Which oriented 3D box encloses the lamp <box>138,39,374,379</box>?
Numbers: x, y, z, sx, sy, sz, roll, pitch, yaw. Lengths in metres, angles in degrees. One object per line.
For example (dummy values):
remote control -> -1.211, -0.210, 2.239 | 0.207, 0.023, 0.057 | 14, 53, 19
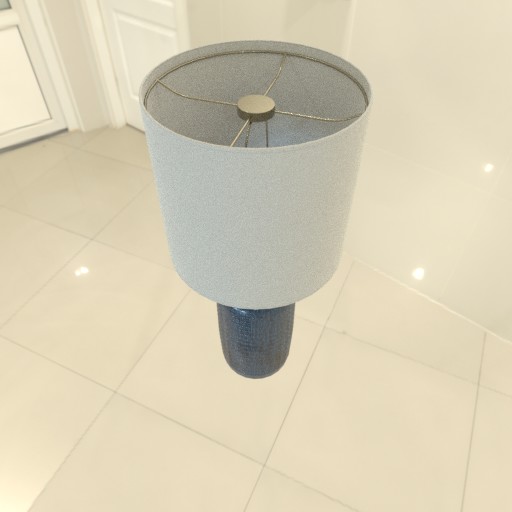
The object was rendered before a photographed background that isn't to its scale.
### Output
lamp -> 0.000, 0.000, 0.594 | 0.220, 0.475, 0.220 | 25, 51, 21
